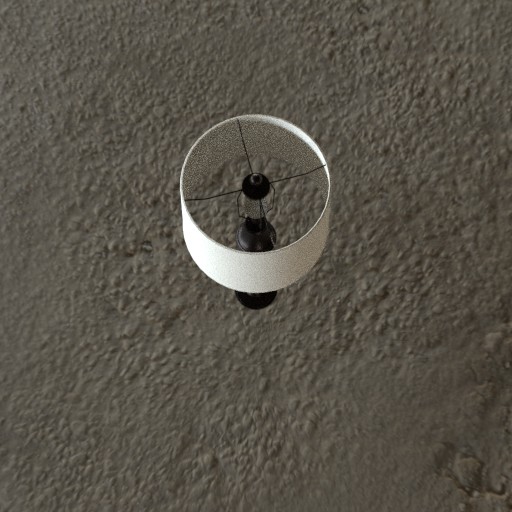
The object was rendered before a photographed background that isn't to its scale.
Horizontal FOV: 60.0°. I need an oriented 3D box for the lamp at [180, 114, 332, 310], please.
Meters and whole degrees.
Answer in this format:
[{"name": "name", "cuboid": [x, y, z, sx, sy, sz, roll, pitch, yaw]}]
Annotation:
[{"name": "lamp", "cuboid": [0.000, 0.000, 1.727, 0.431, 1.484, 0.431, 0, 76, 0]}]
